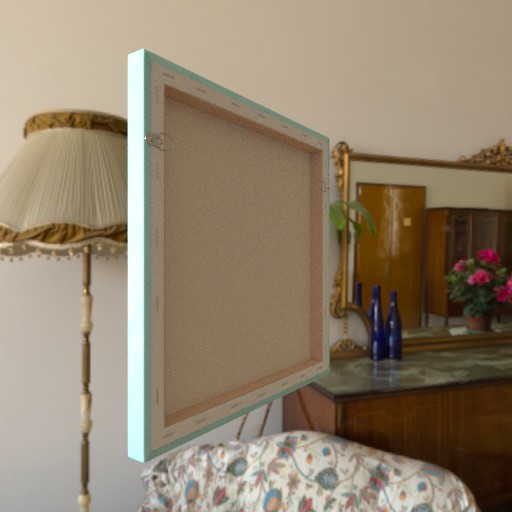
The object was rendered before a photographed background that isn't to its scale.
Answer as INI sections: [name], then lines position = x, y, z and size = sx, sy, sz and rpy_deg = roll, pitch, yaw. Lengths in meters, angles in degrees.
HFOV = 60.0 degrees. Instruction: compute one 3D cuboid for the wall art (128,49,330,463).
[wall art]
position = 0.000, 0.000, 1.137
size = 0.054, 0.766, 0.765
rpy_deg = 0, 0, 35
